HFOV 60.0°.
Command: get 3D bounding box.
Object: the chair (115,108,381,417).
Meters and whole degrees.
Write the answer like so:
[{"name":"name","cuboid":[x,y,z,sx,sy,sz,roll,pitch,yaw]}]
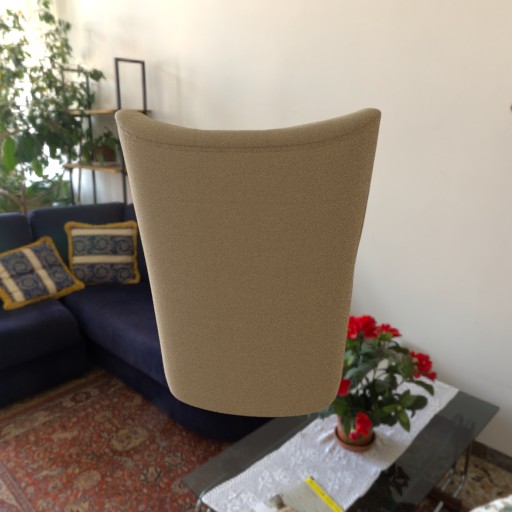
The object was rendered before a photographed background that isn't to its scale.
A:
[{"name":"chair","cuboid":[0.000,0.000,1.736,0.831,1.079,0.929,2,17,8]}]
